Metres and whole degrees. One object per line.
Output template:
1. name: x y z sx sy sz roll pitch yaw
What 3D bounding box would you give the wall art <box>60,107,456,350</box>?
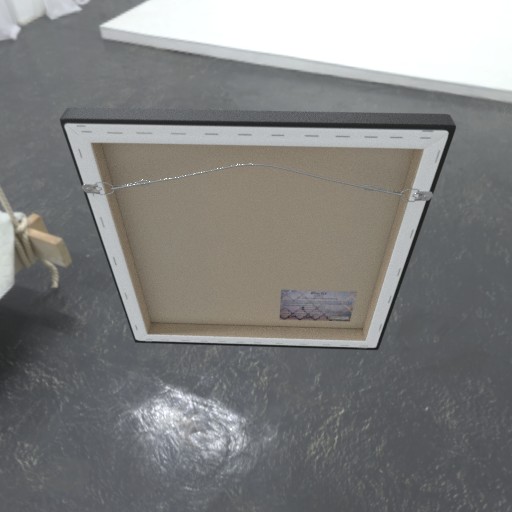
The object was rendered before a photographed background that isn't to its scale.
1. wall art: 0.000 0.000 0.903 0.610 0.611 0.043 1 45 1
